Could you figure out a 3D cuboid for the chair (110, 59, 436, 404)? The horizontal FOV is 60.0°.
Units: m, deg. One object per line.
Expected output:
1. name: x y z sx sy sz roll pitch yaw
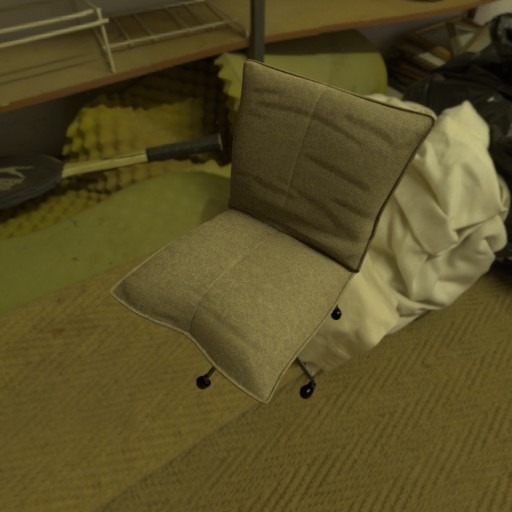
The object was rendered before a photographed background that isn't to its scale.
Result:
1. chair: 0.000 0.000 1.310 0.597 0.811 0.696 30 53 25
